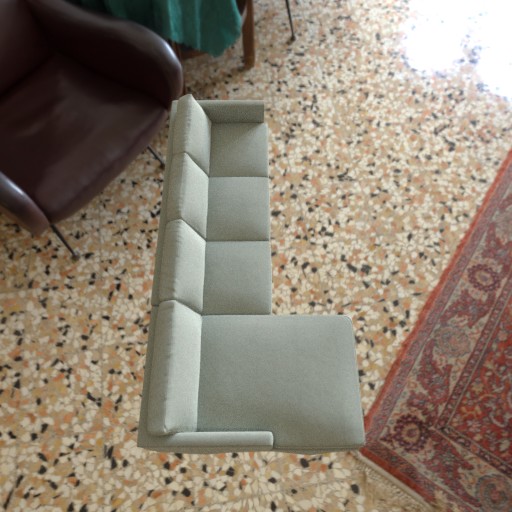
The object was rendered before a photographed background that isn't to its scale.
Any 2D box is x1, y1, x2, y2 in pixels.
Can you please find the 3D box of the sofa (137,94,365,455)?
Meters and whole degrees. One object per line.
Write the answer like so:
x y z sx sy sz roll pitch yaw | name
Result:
0.000 0.000 3.931 1.650 0.922 3.205 0 63 0 | sofa
